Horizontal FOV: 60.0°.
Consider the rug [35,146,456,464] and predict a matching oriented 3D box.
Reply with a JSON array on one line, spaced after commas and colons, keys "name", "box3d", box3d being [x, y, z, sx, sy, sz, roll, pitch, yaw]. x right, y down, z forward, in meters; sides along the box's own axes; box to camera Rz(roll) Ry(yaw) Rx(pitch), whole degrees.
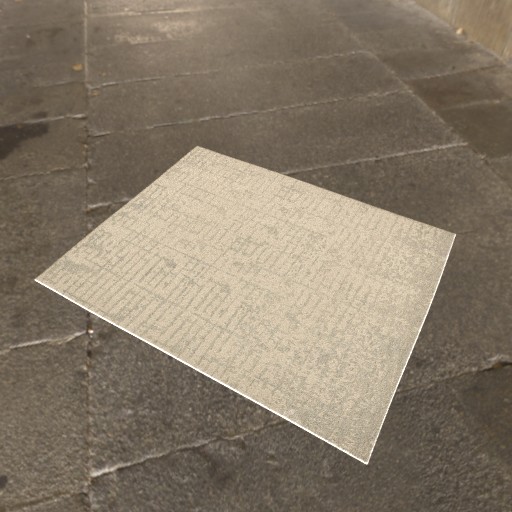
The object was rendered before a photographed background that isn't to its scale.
[{"name": "rug", "box3d": [0.000, 0.000, 4.058, 3.061, 0.014, 2.447, 23, 51, 20]}]
